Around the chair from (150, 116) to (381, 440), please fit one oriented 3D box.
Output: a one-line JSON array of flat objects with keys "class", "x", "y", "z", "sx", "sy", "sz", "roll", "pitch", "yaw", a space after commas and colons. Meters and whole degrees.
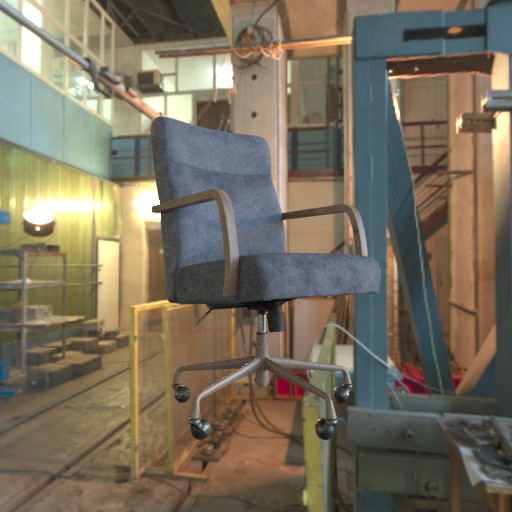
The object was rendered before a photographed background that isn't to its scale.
[{"class": "chair", "x": 0.000, "y": 0.000, "z": 1.507, "sx": 0.640, "sy": 1.029, "sz": 0.741, "roll": 1, "pitch": -2, "yaw": -36}]
